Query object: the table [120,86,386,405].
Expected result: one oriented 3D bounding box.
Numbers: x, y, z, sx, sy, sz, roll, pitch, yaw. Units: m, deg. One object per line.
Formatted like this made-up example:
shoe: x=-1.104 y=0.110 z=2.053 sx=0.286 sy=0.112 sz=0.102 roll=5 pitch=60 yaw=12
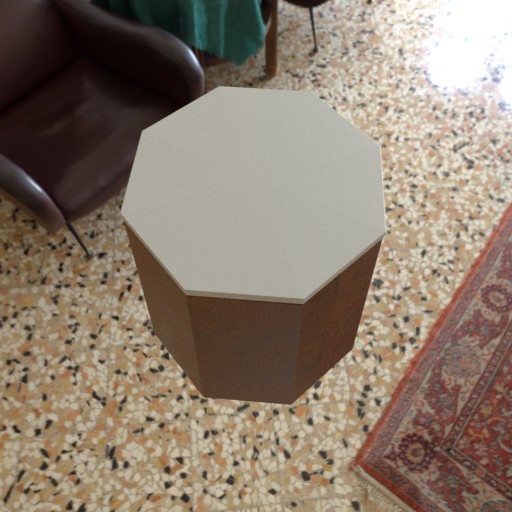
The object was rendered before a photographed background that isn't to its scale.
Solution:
table: x=0.000 y=0.000 z=0.805 sx=0.439 sy=0.457 sz=0.439 roll=3 pitch=62 yaw=1
